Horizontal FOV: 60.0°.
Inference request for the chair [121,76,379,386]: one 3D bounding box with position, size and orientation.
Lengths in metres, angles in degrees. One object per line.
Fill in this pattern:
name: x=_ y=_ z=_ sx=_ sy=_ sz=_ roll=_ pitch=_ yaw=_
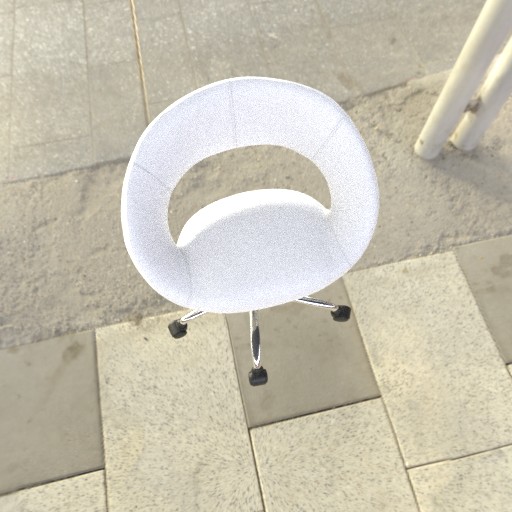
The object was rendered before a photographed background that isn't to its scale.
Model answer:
chair: x=0.000 y=0.000 z=1.179 sx=0.612 sy=0.791 sz=0.538 roll=-14 pitch=65 yaw=-6
